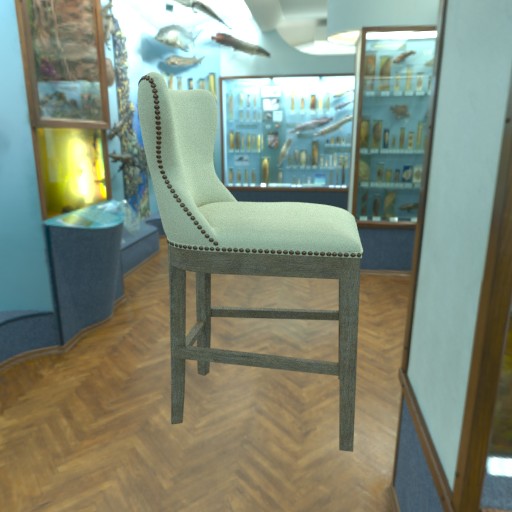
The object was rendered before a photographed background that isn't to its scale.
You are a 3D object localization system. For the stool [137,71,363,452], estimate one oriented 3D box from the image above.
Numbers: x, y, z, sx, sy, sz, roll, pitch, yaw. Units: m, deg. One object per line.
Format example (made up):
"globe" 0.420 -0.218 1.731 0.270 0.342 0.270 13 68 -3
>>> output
"stool" 0.000 0.000 1.325 0.608 0.981 0.498 3 15 9
